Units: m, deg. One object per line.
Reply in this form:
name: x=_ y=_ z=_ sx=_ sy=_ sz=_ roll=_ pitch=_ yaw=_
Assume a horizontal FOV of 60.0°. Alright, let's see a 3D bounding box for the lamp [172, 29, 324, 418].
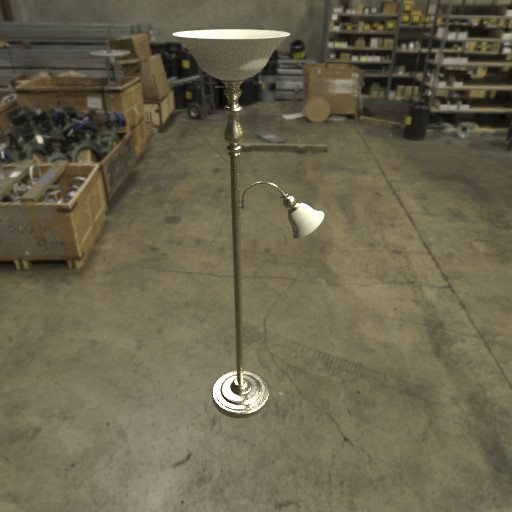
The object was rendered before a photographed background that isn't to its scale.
lamp: x=0.000 y=0.000 z=1.986 sx=0.575 sy=1.785 sz=0.405 roll=1 pitch=31 yaw=1
